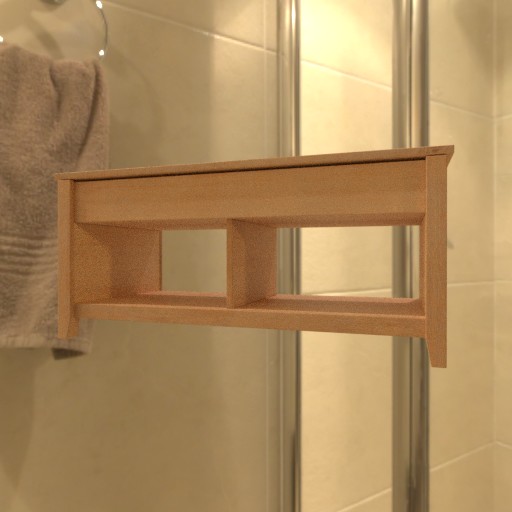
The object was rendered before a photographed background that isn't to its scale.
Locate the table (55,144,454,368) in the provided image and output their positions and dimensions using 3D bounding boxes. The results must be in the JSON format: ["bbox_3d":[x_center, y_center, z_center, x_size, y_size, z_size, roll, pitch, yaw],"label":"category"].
[{"bbox_3d":[0.000,0.000,1.294,1.016,0.457,0.483,0,0,19],"label":"table"}]
